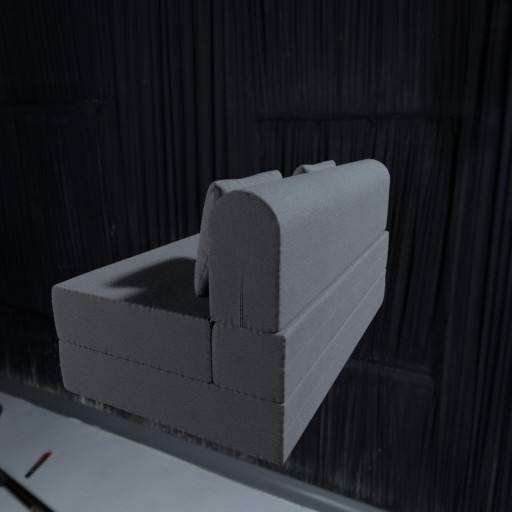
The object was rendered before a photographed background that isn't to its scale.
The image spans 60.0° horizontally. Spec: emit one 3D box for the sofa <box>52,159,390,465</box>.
[{"bbox_3d":[0.000,0.000,1.678,0.762,0.670,1.225,8,17,26],"label":"sofa"}]
